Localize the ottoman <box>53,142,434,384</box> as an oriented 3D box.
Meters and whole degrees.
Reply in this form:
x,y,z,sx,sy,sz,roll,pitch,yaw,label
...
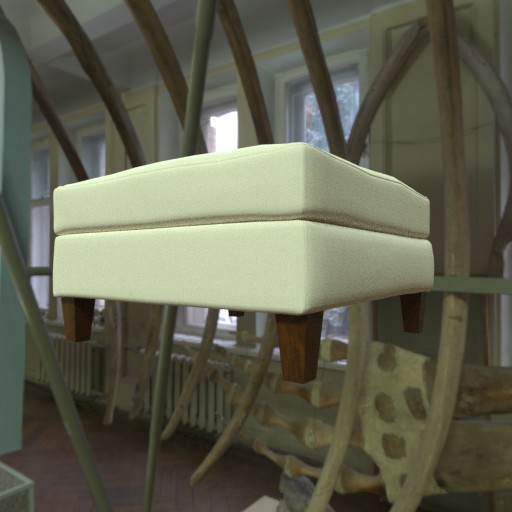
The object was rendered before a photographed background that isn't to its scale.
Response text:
x,y,z,sx,sy,sz,roll,pitch,yaw,label
0.000,0.000,1.330,0.838,0.479,0.838,-1,-1,36,ottoman
